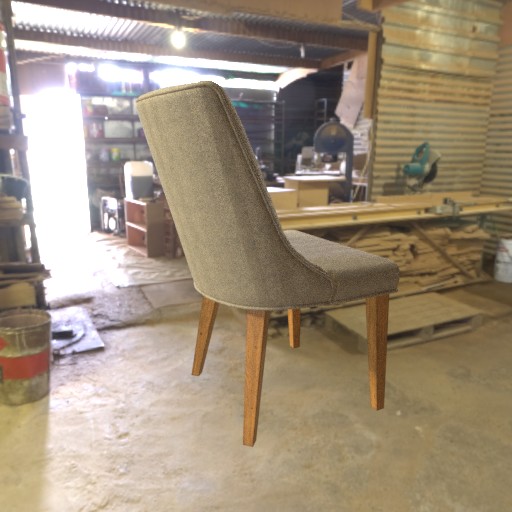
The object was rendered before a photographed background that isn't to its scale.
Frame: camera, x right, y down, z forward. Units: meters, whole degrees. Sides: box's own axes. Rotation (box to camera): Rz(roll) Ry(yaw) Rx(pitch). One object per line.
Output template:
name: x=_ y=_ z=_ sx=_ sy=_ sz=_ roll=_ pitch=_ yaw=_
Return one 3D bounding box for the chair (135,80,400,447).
chair: x=0.000 y=0.000 z=1.321 sx=0.636 sy=0.916 sz=0.548 roll=-7 pitch=16 yaw=-26
